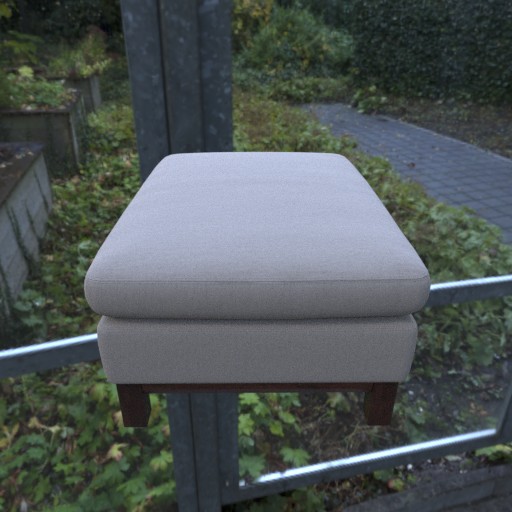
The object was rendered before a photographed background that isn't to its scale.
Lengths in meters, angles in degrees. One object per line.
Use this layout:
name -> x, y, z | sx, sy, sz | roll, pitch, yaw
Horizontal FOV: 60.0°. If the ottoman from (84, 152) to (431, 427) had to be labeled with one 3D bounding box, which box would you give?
ottoman -> 0.000, 0.000, 1.128 | 0.606, 0.420, 0.771 | 0, 28, 0
